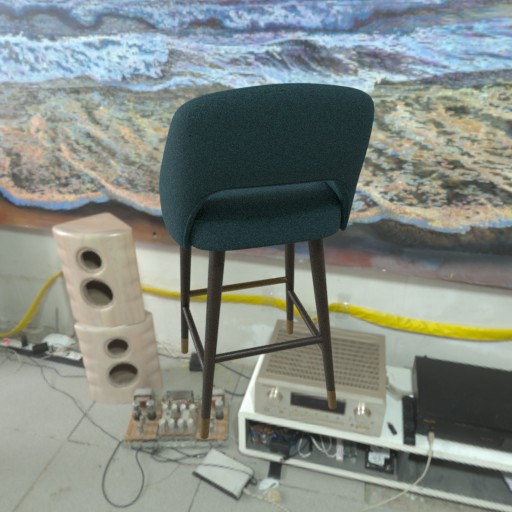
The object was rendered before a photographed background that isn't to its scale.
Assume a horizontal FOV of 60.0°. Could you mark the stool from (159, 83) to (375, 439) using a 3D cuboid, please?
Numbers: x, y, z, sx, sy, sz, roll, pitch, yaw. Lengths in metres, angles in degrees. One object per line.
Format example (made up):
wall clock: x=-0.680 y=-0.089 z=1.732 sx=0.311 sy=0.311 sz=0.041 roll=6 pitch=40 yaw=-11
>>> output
stool: x=0.000 y=0.000 z=1.346 sx=0.536 sy=1.032 sz=0.522 roll=-8 pitch=28 yaw=-14
